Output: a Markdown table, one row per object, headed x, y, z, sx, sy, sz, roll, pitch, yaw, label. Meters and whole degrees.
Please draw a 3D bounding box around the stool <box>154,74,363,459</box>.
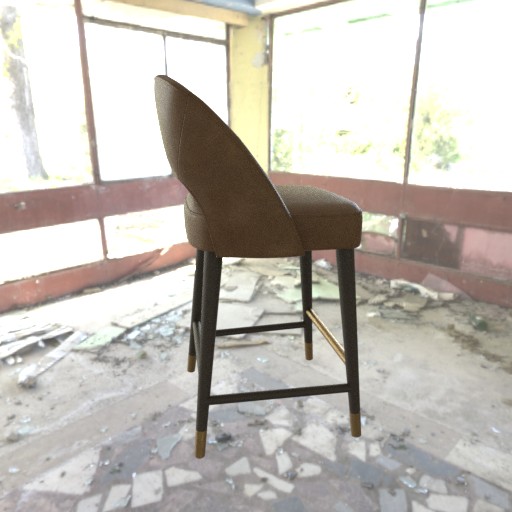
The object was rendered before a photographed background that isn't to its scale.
| x | y | z | sx | sy | sz | roll | pitch | yaw | label |
| --- | --- | --- | --- | --- | --- | --- | --- | --- | --- |
| 0.000 | 0.000 | 1.254 | 0.509 | 0.940 | 0.494 | -3 | 16 | -11 | stool |
